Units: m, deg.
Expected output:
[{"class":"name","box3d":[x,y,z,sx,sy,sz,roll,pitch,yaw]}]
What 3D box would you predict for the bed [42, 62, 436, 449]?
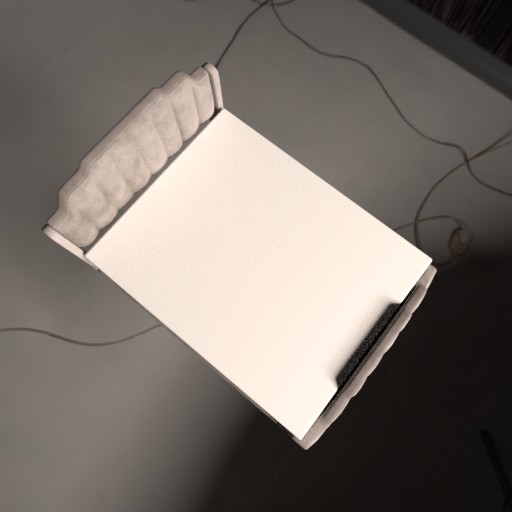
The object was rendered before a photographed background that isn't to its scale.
[{"class":"bed","box3d":[0.000,0.000,3.286,2.340,1.245,1.676,38,78,9]}]
